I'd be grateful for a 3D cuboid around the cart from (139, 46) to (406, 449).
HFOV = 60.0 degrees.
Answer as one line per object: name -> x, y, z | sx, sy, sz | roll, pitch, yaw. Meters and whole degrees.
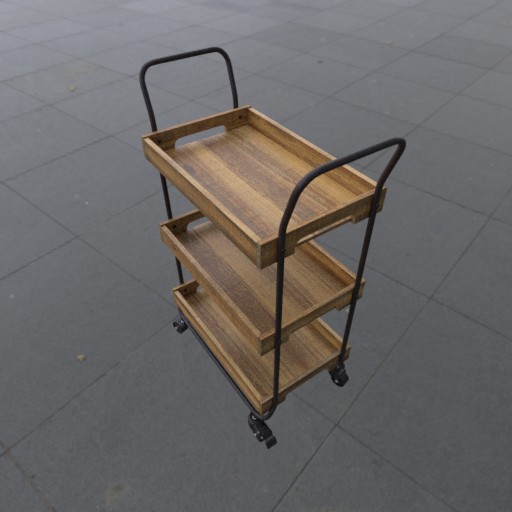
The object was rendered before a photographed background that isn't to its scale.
cart -> 0.000, 0.000, 1.145 | 0.339, 0.857, 0.583 | -25, 48, -25
